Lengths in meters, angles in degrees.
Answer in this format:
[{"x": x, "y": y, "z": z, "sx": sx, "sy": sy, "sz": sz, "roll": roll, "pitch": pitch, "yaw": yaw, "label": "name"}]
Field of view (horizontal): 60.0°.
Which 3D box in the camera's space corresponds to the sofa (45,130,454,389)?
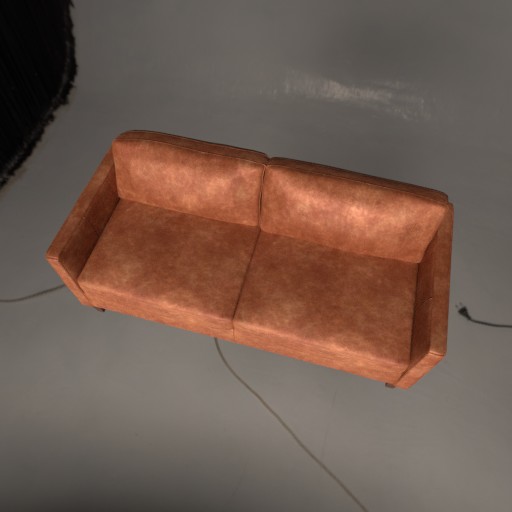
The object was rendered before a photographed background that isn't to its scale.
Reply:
[{"x": 0.000, "y": 0.000, "z": 2.478, "sx": 1.971, "sy": 0.863, "sz": 0.923, "roll": 13, "pitch": 60, "yaw": 8, "label": "sofa"}]
